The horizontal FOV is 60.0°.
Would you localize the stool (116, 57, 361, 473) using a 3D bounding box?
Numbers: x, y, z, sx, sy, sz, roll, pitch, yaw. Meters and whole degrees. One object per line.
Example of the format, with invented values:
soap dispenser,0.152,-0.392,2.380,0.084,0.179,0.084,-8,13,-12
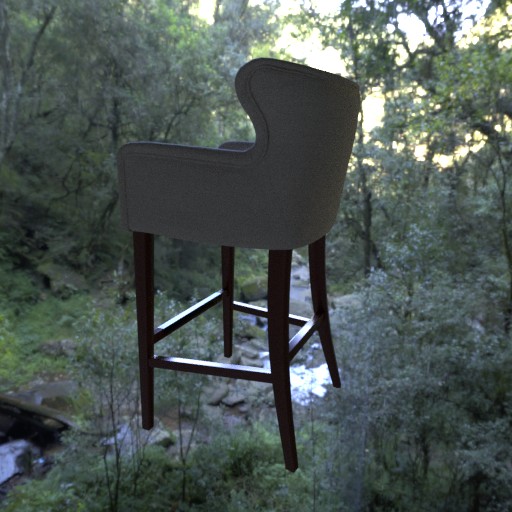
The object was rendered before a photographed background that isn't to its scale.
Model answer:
stool,0.000,0.000,1.351,0.563,1.034,0.556,7,16,24
